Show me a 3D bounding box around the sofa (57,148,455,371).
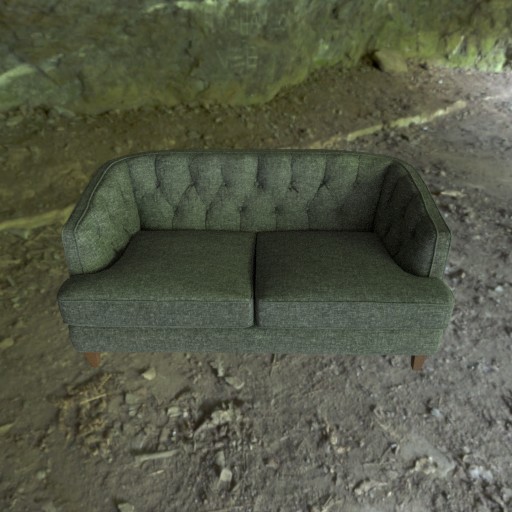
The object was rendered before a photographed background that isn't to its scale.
[{"bbox_3d":[0.000,0.000,2.282,1.733,0.855,0.941,0,30,1],"label":"sofa"}]
